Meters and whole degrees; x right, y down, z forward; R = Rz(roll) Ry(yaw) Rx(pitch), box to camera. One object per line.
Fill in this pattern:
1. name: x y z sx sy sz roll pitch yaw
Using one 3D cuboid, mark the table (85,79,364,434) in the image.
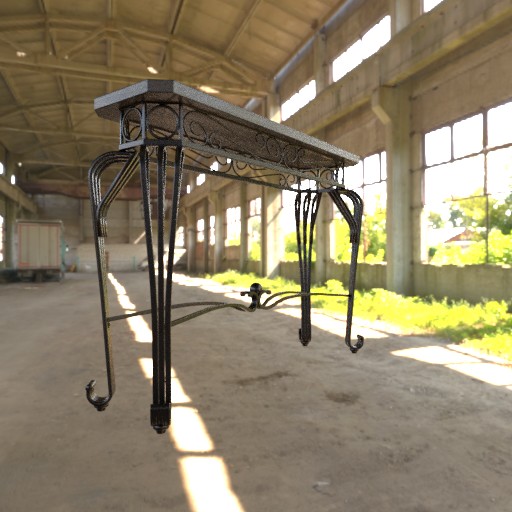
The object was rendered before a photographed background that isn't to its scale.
1. table: 0.000 0.000 1.486 0.329 0.800 1.112 0 0 37
